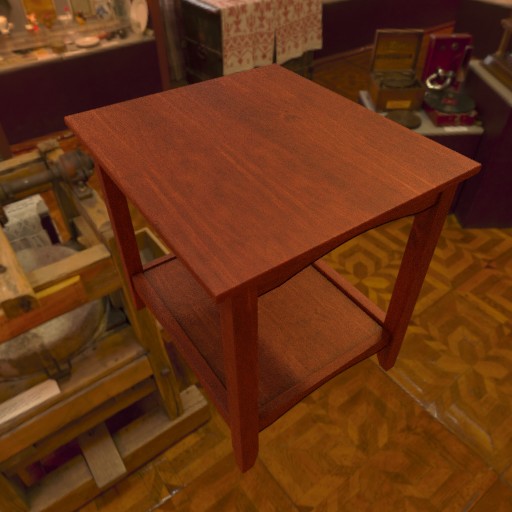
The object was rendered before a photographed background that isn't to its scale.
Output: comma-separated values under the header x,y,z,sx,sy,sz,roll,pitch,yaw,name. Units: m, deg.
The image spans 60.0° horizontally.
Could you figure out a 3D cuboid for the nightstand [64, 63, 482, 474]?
x,y,z,sx,sy,sz,roll,pitch,yaw,name
0.000,0.000,0.965,0.501,0.558,0.558,-25,48,-25,nightstand
